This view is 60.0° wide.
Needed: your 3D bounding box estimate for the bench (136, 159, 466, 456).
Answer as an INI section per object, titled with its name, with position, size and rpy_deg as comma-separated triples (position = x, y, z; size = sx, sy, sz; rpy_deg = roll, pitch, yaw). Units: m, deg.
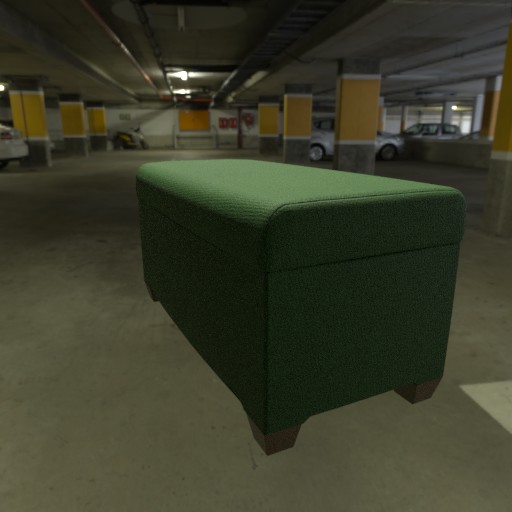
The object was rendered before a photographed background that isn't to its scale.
[bench]
position = 0.000, 0.000, 1.265
size = 0.505, 0.501, 0.989
rpy_deg = -8, 18, -25
